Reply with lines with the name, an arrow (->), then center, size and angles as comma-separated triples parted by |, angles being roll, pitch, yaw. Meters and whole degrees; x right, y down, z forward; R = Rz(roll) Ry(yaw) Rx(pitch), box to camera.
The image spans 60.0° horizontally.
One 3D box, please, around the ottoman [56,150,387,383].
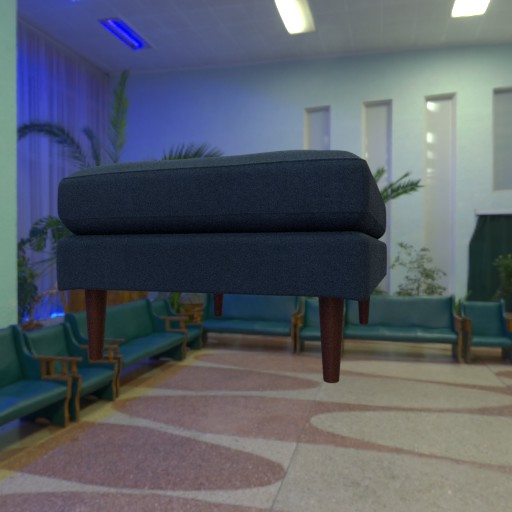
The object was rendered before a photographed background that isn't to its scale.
ottoman -> 0.000, 0.000, 1.270 | 0.693, 0.474, 0.821 | 0, 1, 19
